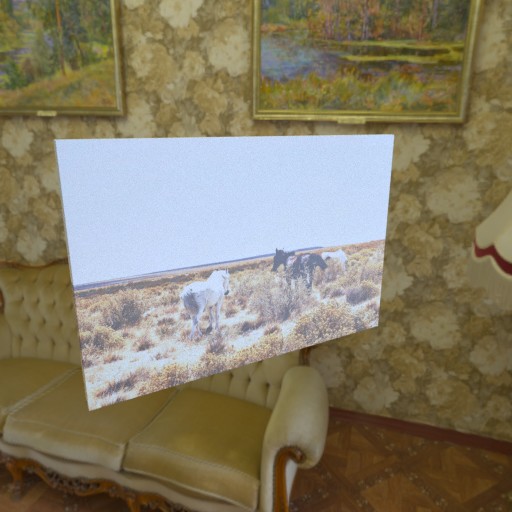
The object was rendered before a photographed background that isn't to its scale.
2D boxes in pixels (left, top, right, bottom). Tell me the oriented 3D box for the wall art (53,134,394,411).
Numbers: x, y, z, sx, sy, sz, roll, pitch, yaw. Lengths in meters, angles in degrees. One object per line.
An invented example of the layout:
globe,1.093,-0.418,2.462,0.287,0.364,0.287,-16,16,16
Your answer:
wall art,0.000,0.000,1.954,1.520,1.016,0.051,-9,19,-28
